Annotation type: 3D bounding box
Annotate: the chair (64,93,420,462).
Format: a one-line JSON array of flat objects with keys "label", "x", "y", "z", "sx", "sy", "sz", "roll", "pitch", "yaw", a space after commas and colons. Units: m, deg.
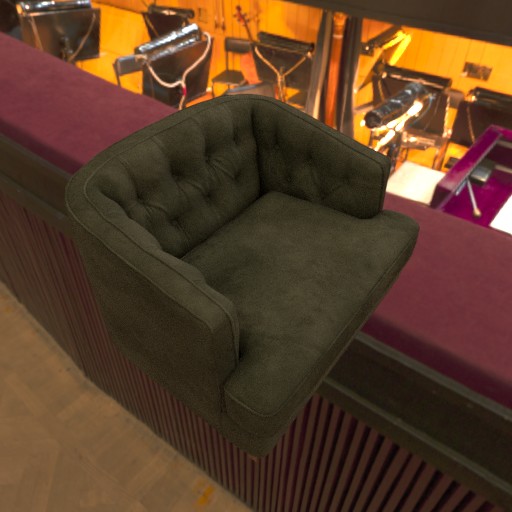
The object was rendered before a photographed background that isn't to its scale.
[{"label": "chair", "x": 0.000, "y": 0.000, "z": 1.720, "sx": 0.941, "sy": 0.852, "sz": 1.104, "roll": 27, "pitch": 49, "yaw": 27}]
